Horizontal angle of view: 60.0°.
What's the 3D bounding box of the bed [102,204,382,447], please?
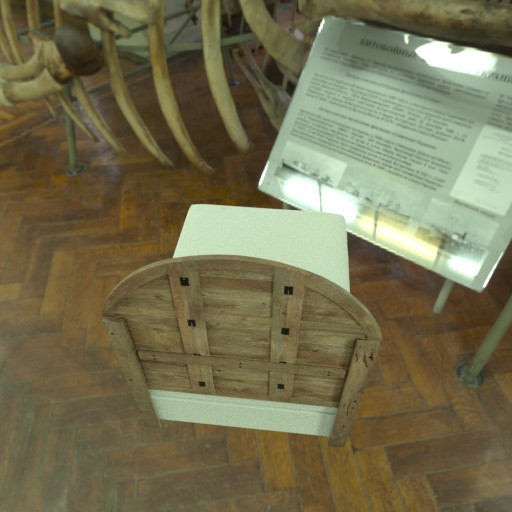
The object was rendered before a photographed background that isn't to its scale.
[{"bbox_3d":[0.000,0.000,3.578,1.713,2.002,2.112,4,45,4],"label":"bed"}]
